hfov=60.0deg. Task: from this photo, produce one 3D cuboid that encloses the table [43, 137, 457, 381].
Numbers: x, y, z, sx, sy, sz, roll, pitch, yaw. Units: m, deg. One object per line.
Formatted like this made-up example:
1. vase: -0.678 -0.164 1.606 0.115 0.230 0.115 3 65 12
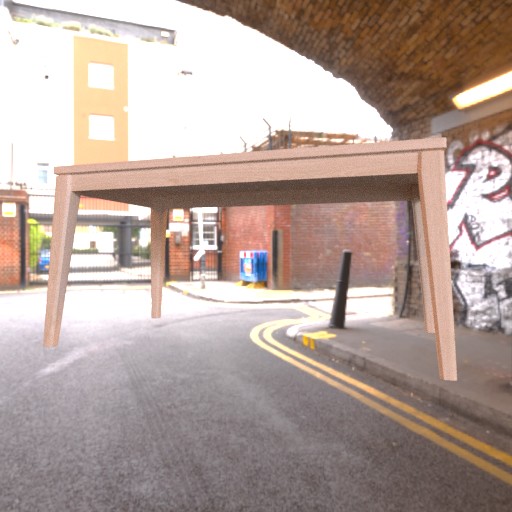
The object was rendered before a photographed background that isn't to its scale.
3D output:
1. table: 0.000 0.000 2.037 1.600 0.760 0.900 0 0 18
